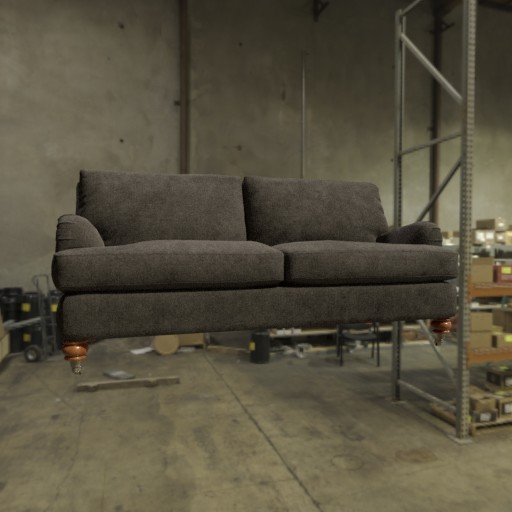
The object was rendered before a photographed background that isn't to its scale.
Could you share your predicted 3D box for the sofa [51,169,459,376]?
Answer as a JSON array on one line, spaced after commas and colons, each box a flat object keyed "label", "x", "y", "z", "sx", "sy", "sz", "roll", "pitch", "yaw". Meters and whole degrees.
[{"label": "sofa", "x": 0.000, "y": 0.000, "z": 2.676, "sx": 2.160, "sy": 1.054, "sz": 1.087, "roll": 0, "pitch": 1, "yaw": -18}]
